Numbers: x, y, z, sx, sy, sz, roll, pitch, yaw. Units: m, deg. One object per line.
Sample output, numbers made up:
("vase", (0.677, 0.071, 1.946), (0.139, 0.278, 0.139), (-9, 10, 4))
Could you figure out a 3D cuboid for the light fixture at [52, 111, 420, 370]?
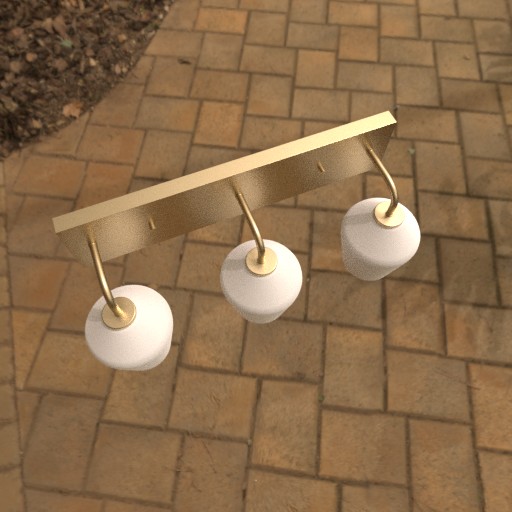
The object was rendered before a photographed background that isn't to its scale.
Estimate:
("light fixture", (0.000, 0.000, 0.745), (0.609, 0.280, 0.190), (-20, 65, -10))
